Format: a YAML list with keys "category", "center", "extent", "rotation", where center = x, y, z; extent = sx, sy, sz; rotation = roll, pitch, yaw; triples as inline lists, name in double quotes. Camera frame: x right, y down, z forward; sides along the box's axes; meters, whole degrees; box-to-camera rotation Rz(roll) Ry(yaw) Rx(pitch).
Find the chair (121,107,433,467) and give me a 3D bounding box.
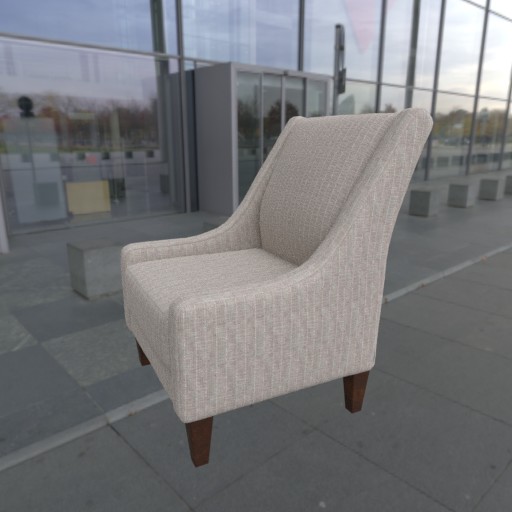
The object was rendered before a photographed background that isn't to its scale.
- category: "chair"
  center: [0.000, 0.000, 1.620]
  extent: [0.870, 1.014, 0.774]
  rotation: [-8, 17, -26]
